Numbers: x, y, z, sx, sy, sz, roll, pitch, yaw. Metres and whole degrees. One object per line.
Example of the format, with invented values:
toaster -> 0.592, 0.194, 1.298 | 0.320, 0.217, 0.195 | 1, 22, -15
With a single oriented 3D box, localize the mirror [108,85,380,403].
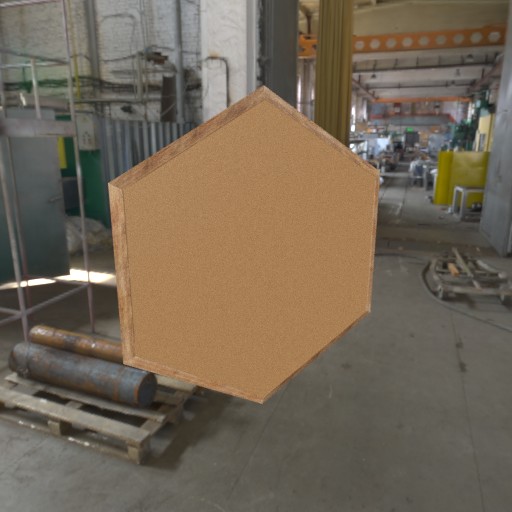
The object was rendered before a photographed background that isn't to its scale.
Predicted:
mirror -> 0.000, 0.000, 1.088 | 0.675, 0.779, 0.091 | -7, 17, -25
